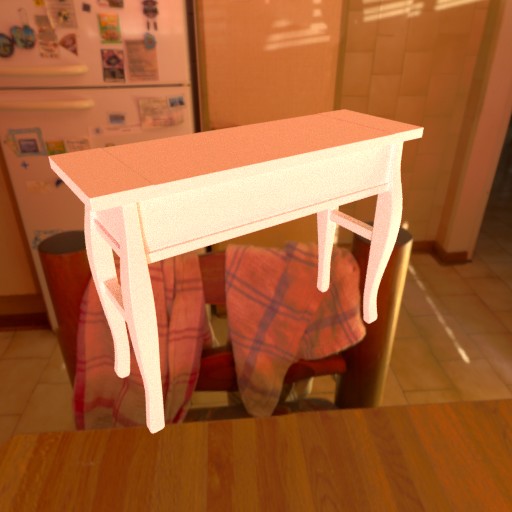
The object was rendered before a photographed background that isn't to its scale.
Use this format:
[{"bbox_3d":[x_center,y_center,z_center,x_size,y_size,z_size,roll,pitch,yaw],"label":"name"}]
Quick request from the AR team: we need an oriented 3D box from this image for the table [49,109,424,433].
[{"bbox_3d":[0.000,0.000,1.471,1.062,0.768,0.373,-19,34,-30],"label":"table"}]
